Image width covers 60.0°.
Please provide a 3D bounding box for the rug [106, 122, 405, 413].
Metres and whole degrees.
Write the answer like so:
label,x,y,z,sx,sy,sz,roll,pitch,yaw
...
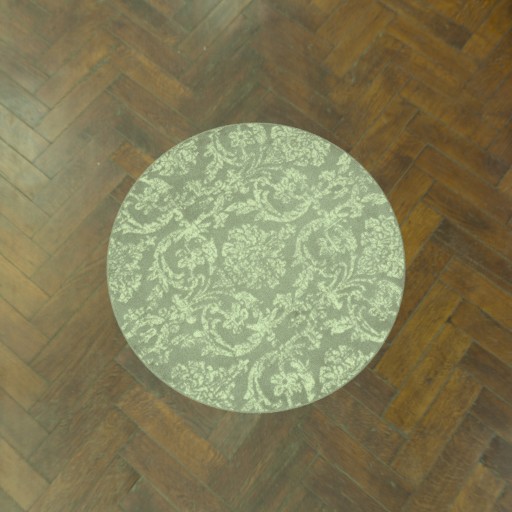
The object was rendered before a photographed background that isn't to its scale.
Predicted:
label,x,y,z,sx,sy,sz,roll,pitch,yaw
rug,0.000,0.000,2.369,1.593,0.012,1.593,0,76,0
